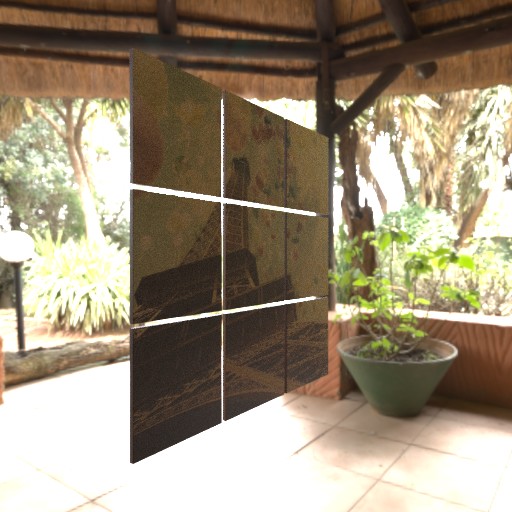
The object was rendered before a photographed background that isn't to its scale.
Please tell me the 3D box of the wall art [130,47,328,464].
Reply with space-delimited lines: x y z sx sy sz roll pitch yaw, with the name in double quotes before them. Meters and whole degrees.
"wall art" 0.000 0.000 1.833 0.017 1.246 1.256 0 0 37
